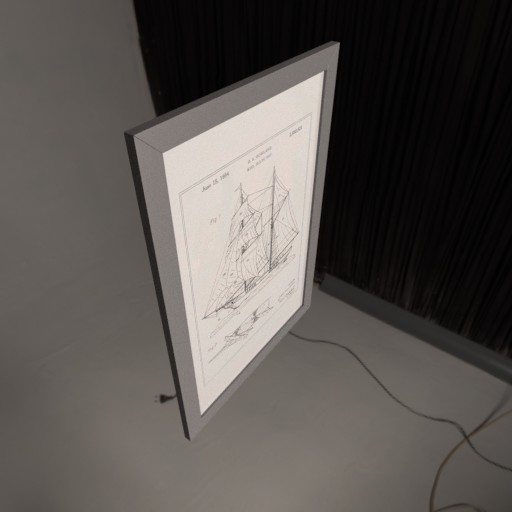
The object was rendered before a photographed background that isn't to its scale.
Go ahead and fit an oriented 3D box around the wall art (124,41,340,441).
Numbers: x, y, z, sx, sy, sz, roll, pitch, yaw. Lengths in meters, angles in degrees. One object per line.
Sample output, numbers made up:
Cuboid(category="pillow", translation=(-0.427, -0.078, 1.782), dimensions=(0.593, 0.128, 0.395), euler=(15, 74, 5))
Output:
Cuboid(category="wall art", translation=(0.000, 0.000, 0.679), dimensions=(0.013, 0.534, 0.380), euler=(25, 46, 27))
